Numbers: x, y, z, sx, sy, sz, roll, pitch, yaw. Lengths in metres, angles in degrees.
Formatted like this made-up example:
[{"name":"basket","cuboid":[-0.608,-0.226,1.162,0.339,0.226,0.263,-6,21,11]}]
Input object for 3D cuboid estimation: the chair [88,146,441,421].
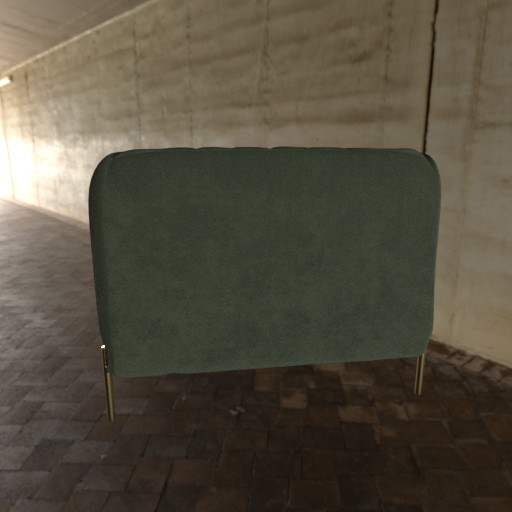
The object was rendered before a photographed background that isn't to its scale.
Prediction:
[{"name":"chair","cuboid":[0.000,0.000,1.652,1.032,0.794,0.877,-2,14,-8]}]
